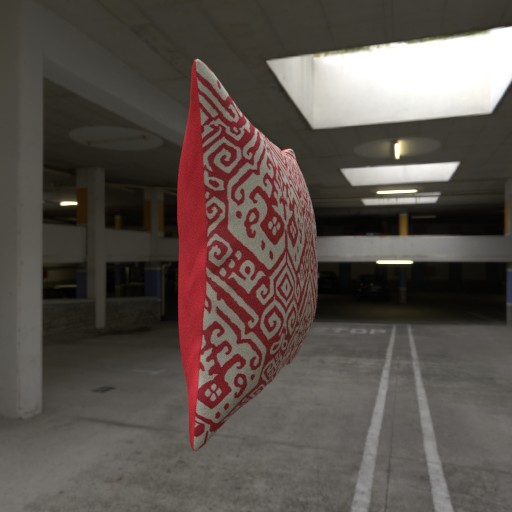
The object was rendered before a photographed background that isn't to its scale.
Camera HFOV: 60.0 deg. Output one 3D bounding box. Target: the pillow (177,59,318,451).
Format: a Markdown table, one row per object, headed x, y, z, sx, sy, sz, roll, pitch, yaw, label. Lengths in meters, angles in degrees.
| x | y | z | sx | sy | sz | roll | pitch | yaw | label |
| --- | --- | --- | --- | --- | --- | --- | --- | --- | --- |
| 0.000 | 0.000 | 0.808 | 0.192 | 0.507 | 0.522 | 0 | 0 | 18 | pillow |
